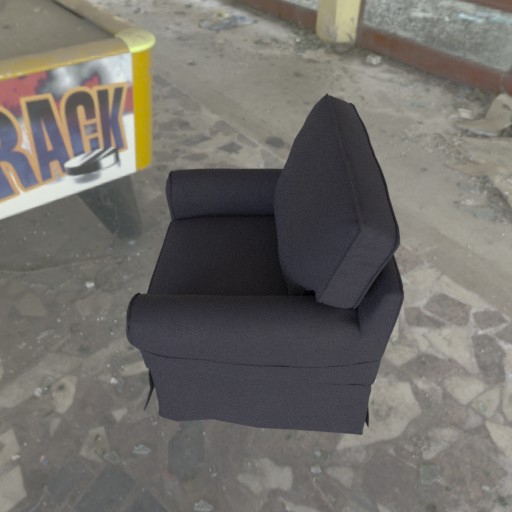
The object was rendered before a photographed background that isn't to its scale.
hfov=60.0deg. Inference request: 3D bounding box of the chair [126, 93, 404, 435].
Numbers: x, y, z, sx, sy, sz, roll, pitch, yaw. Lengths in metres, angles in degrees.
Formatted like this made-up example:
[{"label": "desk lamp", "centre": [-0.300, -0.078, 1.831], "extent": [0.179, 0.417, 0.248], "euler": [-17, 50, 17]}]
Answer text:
[{"label": "chair", "centre": [0.000, 0.000, 1.988], "extent": [1.002, 1.140, 1.119], "euler": [1, 42, 1]}]
